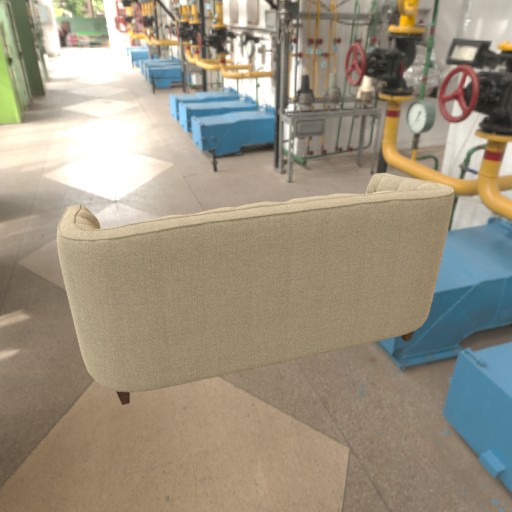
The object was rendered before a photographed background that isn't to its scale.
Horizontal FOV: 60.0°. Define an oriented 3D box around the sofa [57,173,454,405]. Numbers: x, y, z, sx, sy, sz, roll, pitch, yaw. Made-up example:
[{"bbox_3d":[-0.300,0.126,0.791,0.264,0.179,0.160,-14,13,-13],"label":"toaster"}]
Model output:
[{"bbox_3d":[0.000,0.000,2.220,1.733,0.855,0.941,-8,29,-15],"label":"sofa"}]
